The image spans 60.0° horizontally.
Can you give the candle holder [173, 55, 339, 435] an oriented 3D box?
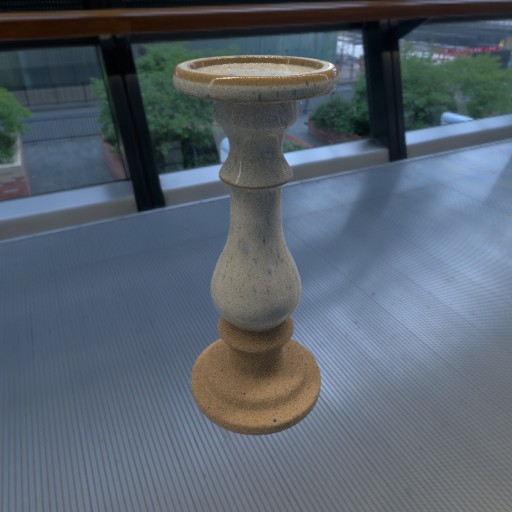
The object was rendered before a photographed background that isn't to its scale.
[{"bbox_3d":[0.000,0.000,0.254,0.088,0.203,0.088,0,30,0],"label":"candle holder"}]
